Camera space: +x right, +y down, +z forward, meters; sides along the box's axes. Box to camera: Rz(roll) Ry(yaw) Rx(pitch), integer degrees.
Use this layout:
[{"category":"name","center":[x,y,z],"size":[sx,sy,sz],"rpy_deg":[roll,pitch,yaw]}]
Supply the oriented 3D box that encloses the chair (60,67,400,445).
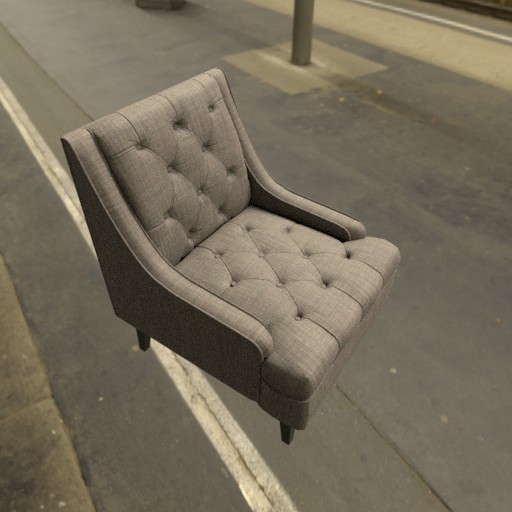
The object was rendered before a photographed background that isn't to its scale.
[{"category":"chair","center":[0.000,0.000,1.422],"size":[0.771,0.891,0.655],"rpy_deg":[24,47,25]}]
